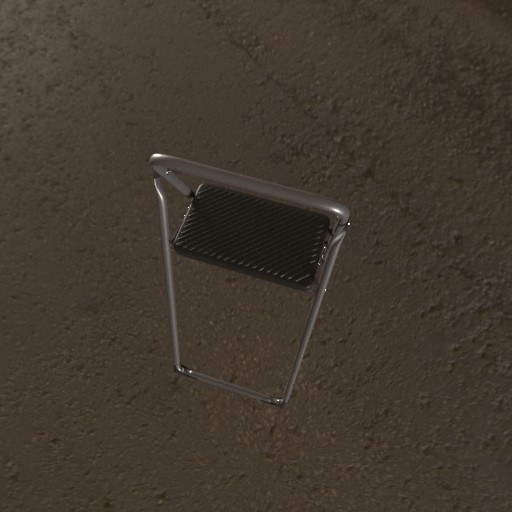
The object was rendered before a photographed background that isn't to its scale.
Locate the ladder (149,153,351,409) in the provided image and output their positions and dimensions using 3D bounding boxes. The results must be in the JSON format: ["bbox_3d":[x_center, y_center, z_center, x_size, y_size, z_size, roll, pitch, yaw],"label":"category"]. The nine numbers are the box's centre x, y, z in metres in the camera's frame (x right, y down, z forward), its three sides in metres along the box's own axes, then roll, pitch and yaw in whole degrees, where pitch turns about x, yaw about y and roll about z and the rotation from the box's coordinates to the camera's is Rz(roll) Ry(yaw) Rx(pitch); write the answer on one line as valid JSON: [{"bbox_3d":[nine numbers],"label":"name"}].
[{"bbox_3d":[0.000,0.000,1.266,0.430,0.945,0.629,16,65,8],"label":"ladder"}]
